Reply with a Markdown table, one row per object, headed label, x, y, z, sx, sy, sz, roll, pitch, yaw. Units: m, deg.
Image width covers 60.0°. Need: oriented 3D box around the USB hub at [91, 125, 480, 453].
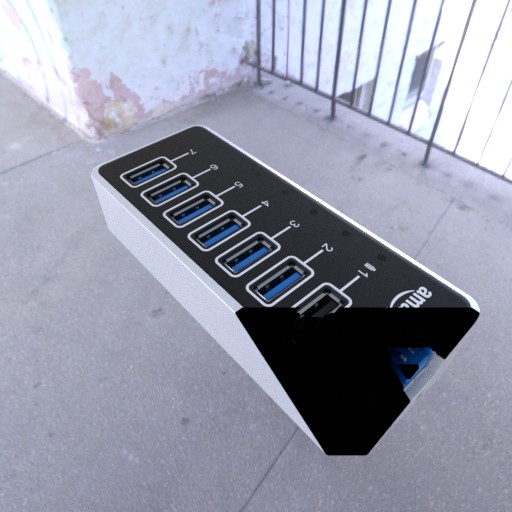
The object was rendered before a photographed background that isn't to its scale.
| label | x | y | z | sx | sy | sz | roll | pitch | yaw |
| --- | --- | --- | --- | --- | --- | --- | --- | --- | --- |
| USB hub | 0.000 | 0.000 | 0.127 | 0.044 | 0.023 | 0.110 | -33 | 55 | -27 |
